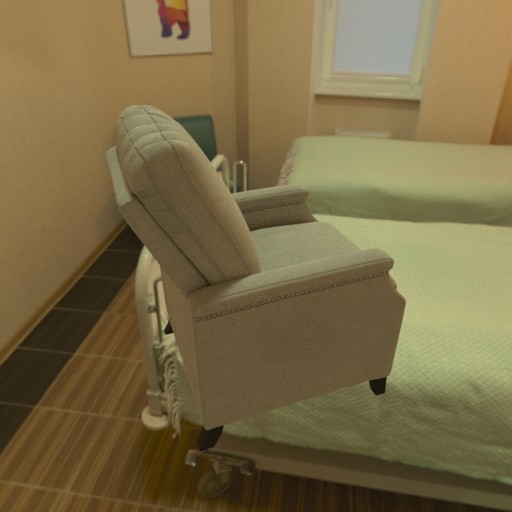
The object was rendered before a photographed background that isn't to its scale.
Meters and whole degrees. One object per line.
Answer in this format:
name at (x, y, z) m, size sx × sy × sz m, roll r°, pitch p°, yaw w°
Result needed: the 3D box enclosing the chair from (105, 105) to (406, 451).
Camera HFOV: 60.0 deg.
chair at (0.000, 0.000, 1.637) m, size 0.922 × 1.049 × 0.710 m, roll -11°, pitch 32°, yaw -17°
